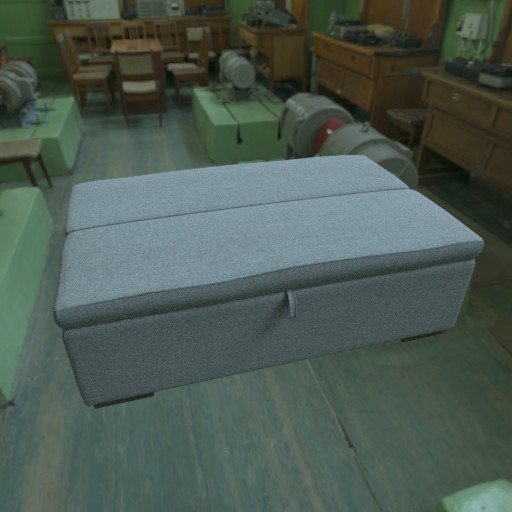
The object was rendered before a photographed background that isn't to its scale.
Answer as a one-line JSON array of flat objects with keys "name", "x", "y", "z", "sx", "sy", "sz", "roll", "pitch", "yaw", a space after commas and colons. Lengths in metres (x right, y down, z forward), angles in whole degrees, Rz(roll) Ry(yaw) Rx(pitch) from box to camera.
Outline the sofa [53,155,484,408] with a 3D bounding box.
[{"name": "sofa", "x": 0.000, "y": 0.000, "z": 1.612, "sx": 1.250, "sy": 0.434, "sz": 0.817, "roll": -9, "pitch": 34, "yaw": -13}]
